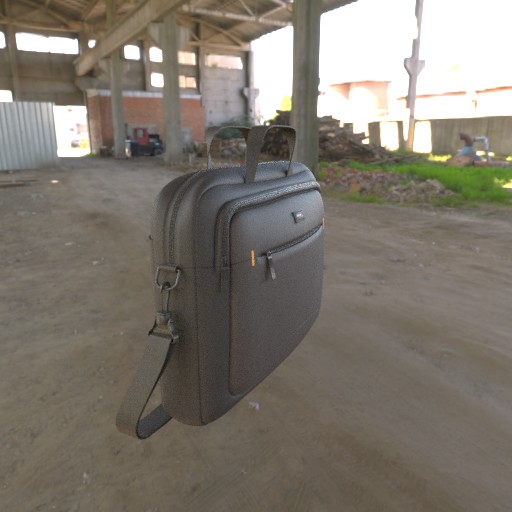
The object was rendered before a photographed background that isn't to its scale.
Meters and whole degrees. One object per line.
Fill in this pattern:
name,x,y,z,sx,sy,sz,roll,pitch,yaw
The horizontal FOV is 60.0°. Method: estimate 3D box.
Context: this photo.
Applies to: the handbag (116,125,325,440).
handbag,0.000,0.000,0.584,0.126,0.330,0.429,7,16,26
